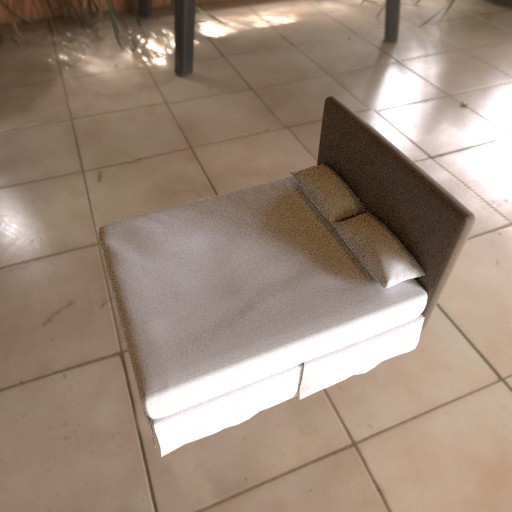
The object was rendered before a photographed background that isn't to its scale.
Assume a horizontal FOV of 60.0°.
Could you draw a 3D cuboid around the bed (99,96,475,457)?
[{"bbox_3d":[0.000,0.000,3.232,2.142,1.330,1.723,-17,48,-16],"label":"bed"}]
